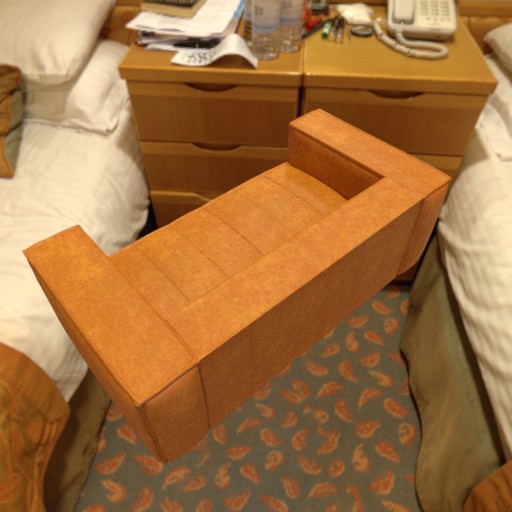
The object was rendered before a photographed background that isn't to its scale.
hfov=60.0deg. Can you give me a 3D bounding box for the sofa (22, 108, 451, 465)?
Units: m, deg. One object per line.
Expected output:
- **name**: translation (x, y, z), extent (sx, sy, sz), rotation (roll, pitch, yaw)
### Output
- **sofa**: translation (0.000, 0.000, 2.536), extent (2.088, 0.703, 1.102), rotation (-33, 55, -27)
